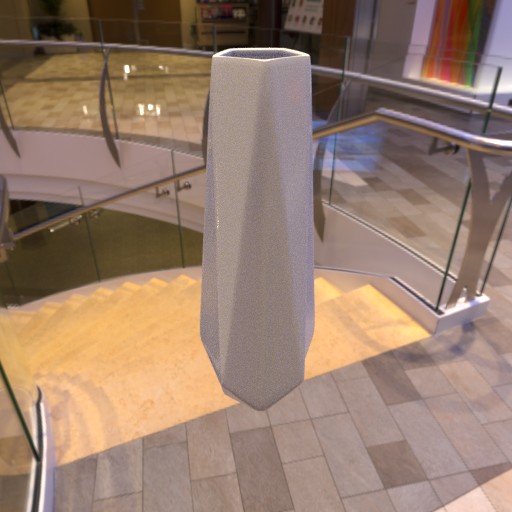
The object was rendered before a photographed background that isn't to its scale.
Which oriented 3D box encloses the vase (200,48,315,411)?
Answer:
[{"bbox_3d":[0.000,0.000,0.394,0.122,0.329,0.116,18,36,27],"label":"vase"}]
